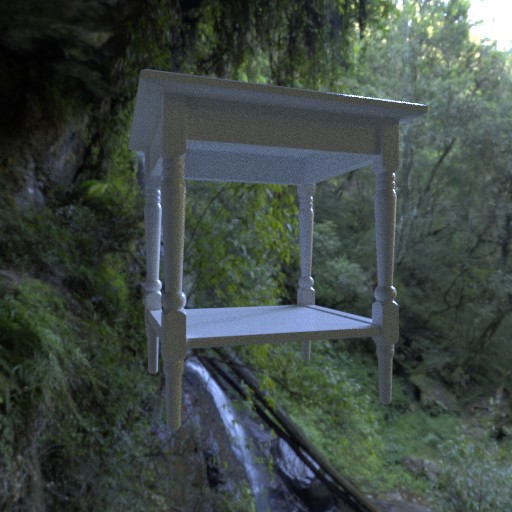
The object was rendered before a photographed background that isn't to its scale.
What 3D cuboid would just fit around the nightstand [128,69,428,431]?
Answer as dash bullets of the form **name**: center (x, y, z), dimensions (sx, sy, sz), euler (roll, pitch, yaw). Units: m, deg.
- **nightstand**: center (0.000, 0.000, 0.942), dimensions (0.505, 0.555, 0.459), euler (0, 0, -18)
